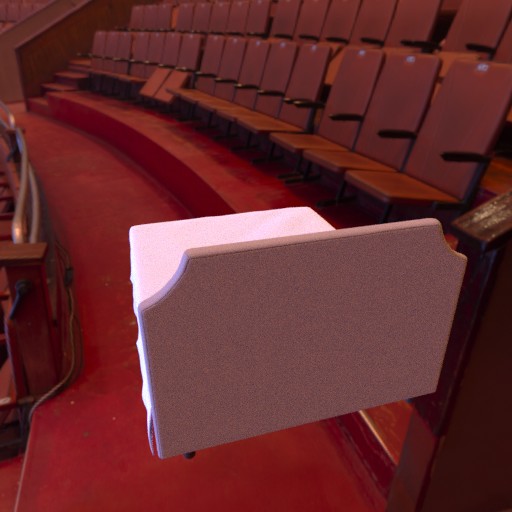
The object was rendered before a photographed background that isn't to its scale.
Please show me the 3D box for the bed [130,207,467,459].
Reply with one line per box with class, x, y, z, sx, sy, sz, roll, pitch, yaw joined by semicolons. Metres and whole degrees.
bed;0.000;0.000;4.134;2.350;1.590;2.773;-8;28;-15
